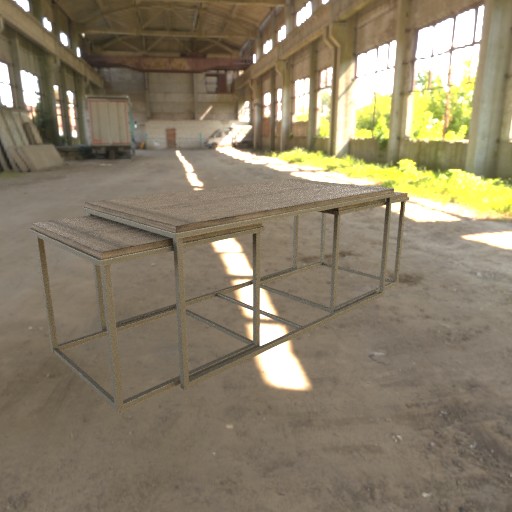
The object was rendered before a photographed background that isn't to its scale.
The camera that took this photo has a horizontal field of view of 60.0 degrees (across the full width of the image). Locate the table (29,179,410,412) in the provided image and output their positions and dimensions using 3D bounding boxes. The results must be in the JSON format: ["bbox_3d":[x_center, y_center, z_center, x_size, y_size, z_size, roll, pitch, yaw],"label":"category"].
[{"bbox_3d":[0.000,0.000,1.545,1.312,0.427,0.489,-15,22,-42],"label":"table"}]
